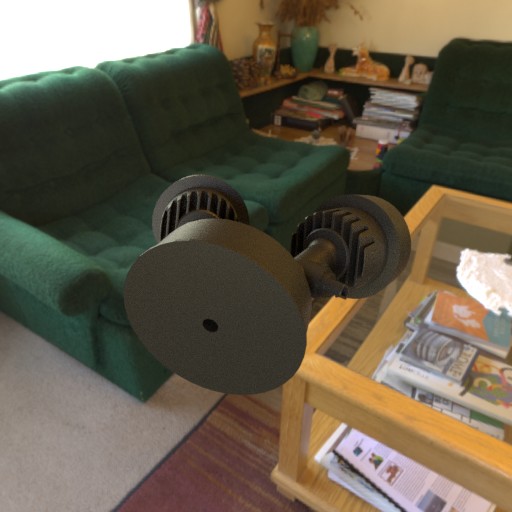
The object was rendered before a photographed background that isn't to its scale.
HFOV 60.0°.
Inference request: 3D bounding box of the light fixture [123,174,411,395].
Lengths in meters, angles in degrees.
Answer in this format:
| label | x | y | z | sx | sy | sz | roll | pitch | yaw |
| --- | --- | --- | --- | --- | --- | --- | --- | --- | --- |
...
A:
| label | x | y | z | sx | sy | sz | roll | pitch | yaw |
| --- | --- | --- | --- | --- | --- | --- | --- | --- | --- |
| light fixture | 0.000 | 0.000 | 0.317 | 0.213 | 0.120 | 0.168 | 10 | 34 | 15 |
